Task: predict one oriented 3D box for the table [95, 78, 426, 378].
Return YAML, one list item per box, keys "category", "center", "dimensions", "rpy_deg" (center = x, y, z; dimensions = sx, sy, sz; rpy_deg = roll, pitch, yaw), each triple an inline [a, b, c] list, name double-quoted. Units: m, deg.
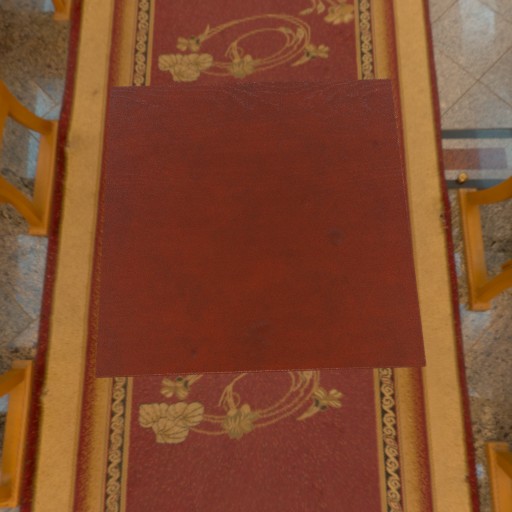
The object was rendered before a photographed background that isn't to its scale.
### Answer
- category: "table"
  center: [0.000, 0.000, 1.000]
  dimensions: [0.523, 0.558, 0.522]
  rpy_deg: [1, 76, 0]
